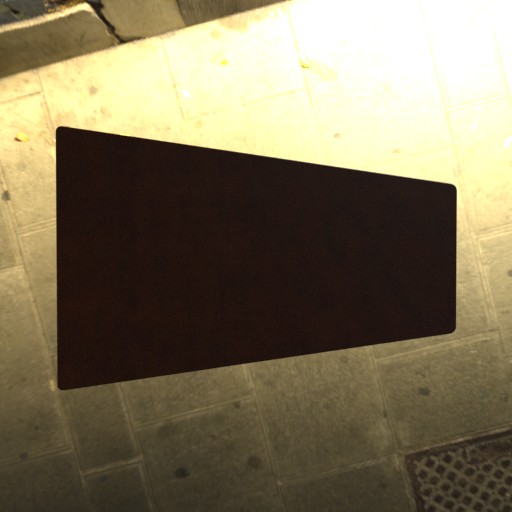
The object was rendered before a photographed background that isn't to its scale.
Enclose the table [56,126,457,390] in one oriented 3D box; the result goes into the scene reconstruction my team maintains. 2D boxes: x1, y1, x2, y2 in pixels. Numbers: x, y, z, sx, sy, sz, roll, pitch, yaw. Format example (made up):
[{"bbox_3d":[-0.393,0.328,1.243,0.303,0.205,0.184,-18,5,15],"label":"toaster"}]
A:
[{"bbox_3d":[0.000,0.000,0.963,0.605,0.589,0.399,0,91,0],"label":"table"}]
